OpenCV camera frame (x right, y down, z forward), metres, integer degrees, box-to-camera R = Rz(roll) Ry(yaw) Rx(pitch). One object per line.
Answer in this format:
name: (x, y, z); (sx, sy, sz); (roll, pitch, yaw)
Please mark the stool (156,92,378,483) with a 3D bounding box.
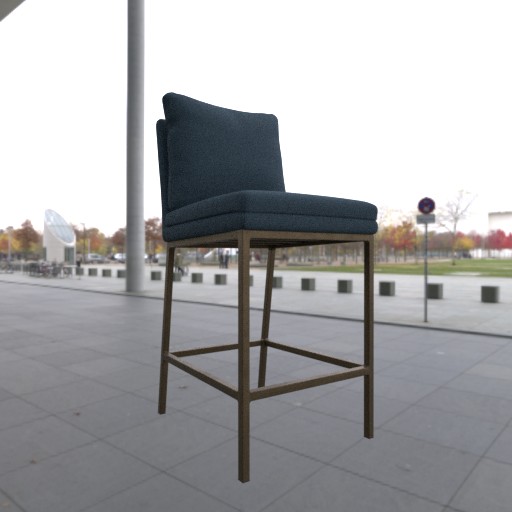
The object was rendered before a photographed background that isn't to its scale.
stool: (0.000, 0.000, 1.354); (0.463, 1.032, 0.568); (0, 0, -35)
